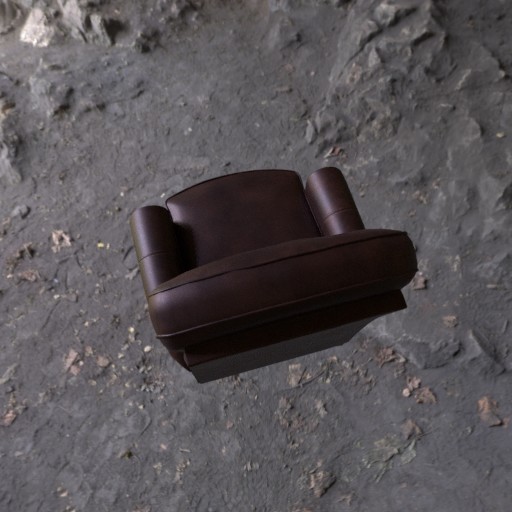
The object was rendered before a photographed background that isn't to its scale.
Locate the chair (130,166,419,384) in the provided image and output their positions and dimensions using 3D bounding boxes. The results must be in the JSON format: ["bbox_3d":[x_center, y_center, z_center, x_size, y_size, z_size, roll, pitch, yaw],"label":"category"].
[{"bbox_3d":[0.000,0.000,1.822,0.936,1.018,0.986,-14,60,-8],"label":"chair"}]
